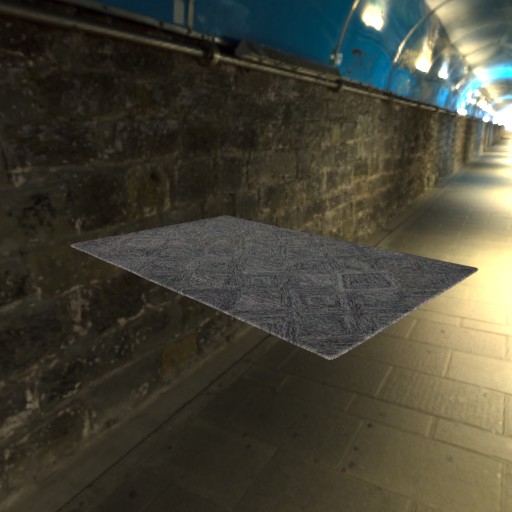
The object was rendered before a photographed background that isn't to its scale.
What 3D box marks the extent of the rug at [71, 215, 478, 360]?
[{"bbox_3d":[0.000,0.000,2.227,1.752,0.013,1.158,16,23,42],"label":"rug"}]
